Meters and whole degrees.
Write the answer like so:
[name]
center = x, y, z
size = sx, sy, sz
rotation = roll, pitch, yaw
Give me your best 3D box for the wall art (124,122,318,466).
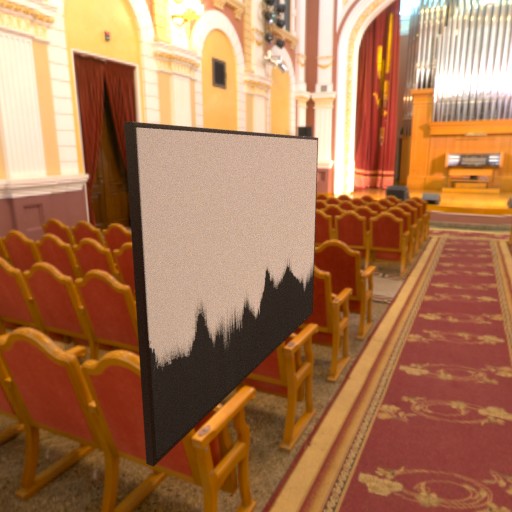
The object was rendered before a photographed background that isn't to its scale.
[wall art]
center = 0.000, 0.000, 1.231
size = 0.019, 0.660, 0.957
rotation = 6, 15, 26
